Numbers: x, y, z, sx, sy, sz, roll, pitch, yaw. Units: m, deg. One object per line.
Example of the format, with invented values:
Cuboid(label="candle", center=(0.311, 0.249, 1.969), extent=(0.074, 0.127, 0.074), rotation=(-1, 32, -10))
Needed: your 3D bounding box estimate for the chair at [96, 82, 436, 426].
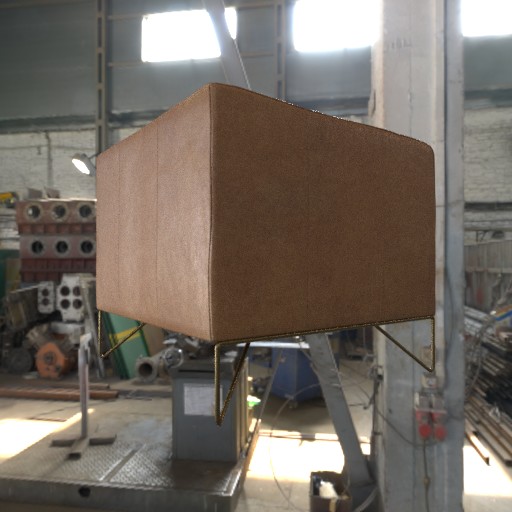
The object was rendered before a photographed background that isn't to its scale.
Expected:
Cuboid(label="chair", center=(0.000, 0.000, 1.625), extent=(0.912, 0.797, 0.920), rotation=(1, -1, -36))
